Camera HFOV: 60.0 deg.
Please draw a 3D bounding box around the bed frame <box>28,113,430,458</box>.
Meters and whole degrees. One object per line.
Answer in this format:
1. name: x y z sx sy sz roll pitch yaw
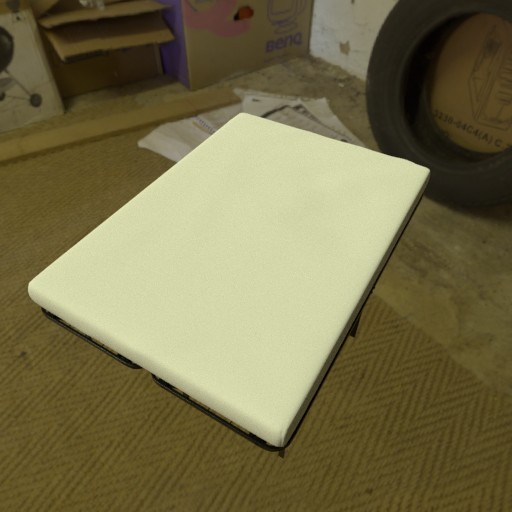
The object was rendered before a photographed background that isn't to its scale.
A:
1. bed frame: 0.000 0.000 2.550 1.372 0.637 1.905 23 51 21
